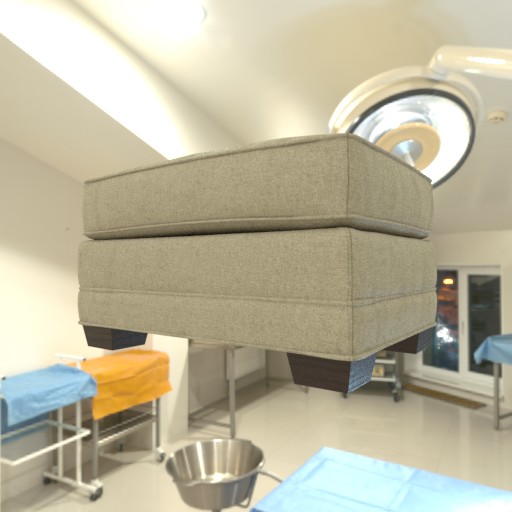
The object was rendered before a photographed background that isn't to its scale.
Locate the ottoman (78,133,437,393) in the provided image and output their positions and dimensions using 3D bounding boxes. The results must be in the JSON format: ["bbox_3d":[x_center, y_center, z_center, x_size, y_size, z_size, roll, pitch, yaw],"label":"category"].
[{"bbox_3d":[0.000,0.000,1.240,0.848,0.508,0.611,-1,-1,36],"label":"ottoman"}]
